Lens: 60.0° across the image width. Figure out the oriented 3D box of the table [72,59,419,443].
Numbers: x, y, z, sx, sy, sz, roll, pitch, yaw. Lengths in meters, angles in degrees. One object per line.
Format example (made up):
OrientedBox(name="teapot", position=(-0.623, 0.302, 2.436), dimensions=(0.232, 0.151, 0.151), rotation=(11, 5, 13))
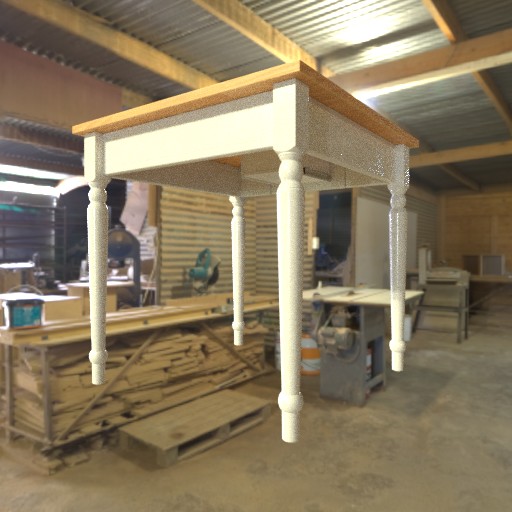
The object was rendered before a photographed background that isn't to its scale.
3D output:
OrientedBox(name="table", position=(0.000, 0.000, 1.343), dimensions=(0.747, 0.738, 0.747), rotation=(0, 1, 36))
